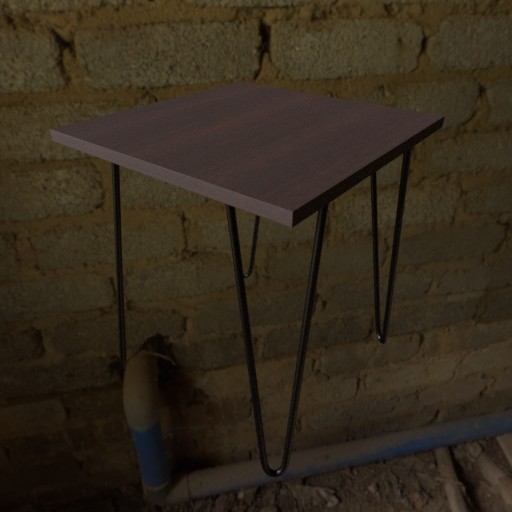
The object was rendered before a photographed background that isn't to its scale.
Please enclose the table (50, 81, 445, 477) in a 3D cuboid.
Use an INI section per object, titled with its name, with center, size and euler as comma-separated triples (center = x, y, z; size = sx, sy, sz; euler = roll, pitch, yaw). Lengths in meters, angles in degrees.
[table]
center = 0.000, 0.000, 0.931
size = 0.495, 0.559, 0.495
euler = 23, 39, 32
